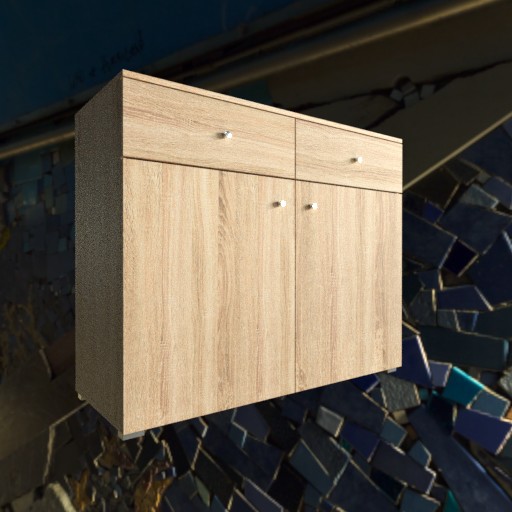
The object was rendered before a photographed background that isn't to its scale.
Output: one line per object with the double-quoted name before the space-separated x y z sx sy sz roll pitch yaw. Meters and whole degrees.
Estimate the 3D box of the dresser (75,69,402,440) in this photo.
"dresser" 0.000 0.000 1.558 1.100 0.900 0.450 0 0 -36
